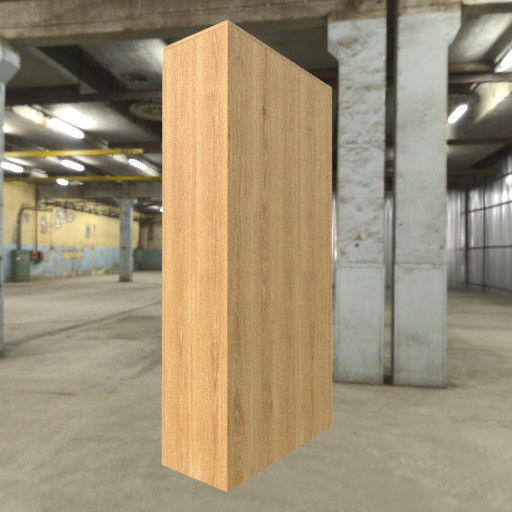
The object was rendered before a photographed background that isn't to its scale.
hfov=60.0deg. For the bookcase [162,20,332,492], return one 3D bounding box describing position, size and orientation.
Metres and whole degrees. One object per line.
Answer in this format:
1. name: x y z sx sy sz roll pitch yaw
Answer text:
1. bookcase: 0.000 0.000 2.398 0.420 2.020 0.950 0 -1 37
